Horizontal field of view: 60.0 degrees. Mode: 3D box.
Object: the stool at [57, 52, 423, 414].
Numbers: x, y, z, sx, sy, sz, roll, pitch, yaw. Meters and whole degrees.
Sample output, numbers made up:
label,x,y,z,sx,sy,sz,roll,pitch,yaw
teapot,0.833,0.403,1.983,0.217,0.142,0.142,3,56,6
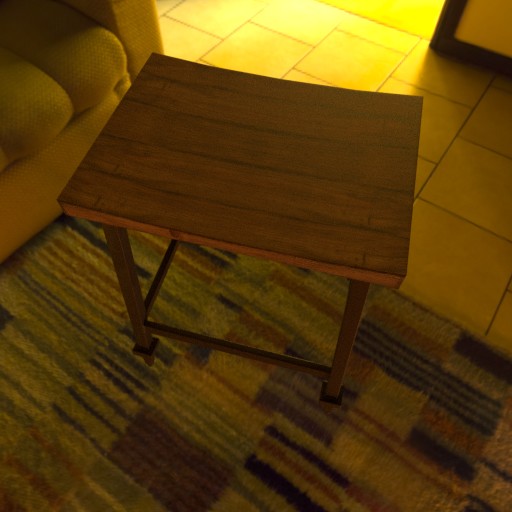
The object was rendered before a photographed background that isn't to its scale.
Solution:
label,x,y,z,sx,sy,sz,roll,pitch,yaw
stool,0.000,0.000,0.922,0.486,0.625,0.405,13,58,8
